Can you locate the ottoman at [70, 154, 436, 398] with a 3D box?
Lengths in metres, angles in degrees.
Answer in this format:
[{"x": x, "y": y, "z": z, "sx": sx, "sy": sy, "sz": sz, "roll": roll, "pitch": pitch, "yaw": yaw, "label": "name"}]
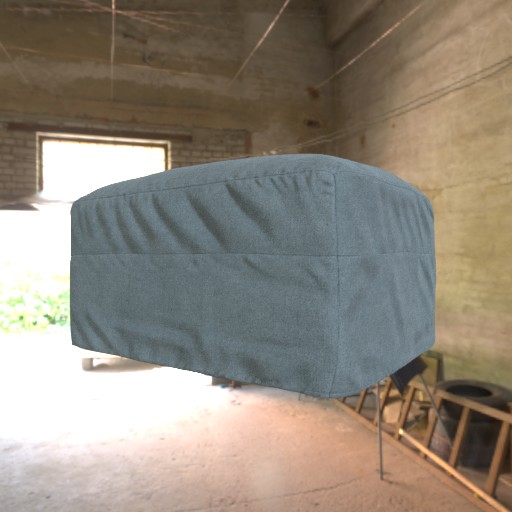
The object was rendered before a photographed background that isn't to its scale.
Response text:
[{"x": 0.000, "y": 0.000, "z": 1.228, "sx": 0.837, "sy": 0.481, "sz": 0.683, "roll": 0, "pitch": 1, "yaw": 36, "label": "ottoman"}]
